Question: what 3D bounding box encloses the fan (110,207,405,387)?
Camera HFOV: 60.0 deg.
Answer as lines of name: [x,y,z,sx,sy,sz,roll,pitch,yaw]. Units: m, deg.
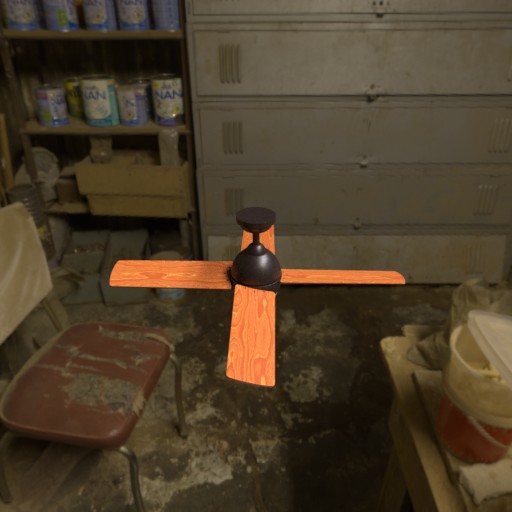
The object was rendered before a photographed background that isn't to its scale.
fan: [0.000,0.000,1.982,1.332,0.403,1.332,1,30,1]
